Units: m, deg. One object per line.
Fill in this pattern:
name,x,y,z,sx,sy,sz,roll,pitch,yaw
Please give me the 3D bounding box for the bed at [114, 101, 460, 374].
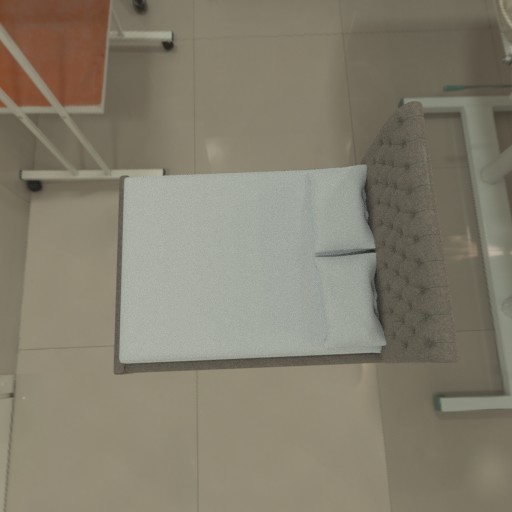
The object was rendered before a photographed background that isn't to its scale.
bed,0.000,0.000,3.309,2.252,1.371,1.645,-2,76,-1
